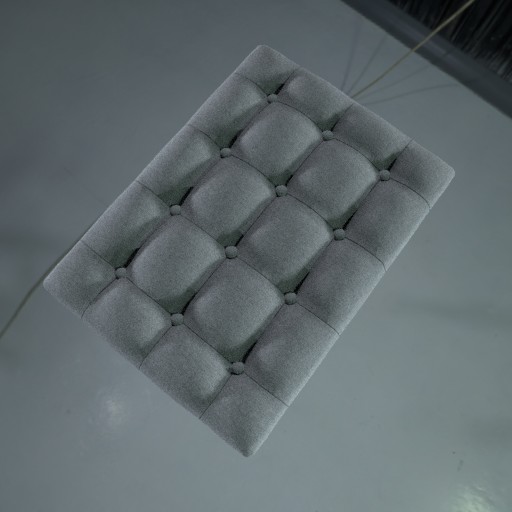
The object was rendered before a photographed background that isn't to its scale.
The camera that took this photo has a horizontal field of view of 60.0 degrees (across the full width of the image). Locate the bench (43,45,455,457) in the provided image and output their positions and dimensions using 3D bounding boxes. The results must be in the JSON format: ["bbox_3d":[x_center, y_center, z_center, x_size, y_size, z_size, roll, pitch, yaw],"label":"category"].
[{"bbox_3d":[0.000,0.000,0.903,0.417,0.469,0.572,37,78,9],"label":"bench"}]
